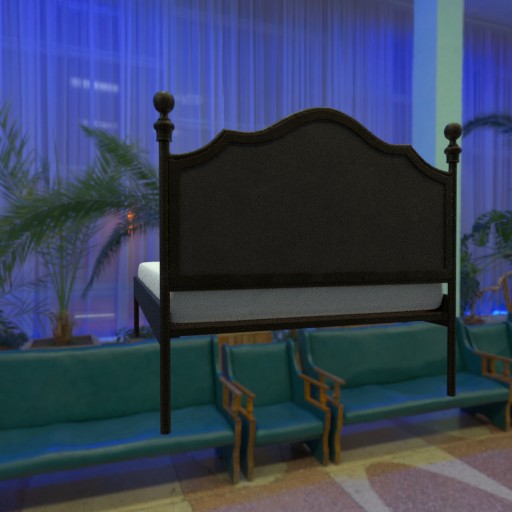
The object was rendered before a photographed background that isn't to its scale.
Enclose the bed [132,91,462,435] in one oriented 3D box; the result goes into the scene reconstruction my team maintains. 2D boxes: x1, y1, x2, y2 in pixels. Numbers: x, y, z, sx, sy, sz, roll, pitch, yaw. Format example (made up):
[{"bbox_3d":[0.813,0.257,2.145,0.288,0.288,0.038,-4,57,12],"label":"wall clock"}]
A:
[{"bbox_3d":[0.000,0.000,3.192,1.642,1.499,2.224,0,1,-18],"label":"bed"}]
